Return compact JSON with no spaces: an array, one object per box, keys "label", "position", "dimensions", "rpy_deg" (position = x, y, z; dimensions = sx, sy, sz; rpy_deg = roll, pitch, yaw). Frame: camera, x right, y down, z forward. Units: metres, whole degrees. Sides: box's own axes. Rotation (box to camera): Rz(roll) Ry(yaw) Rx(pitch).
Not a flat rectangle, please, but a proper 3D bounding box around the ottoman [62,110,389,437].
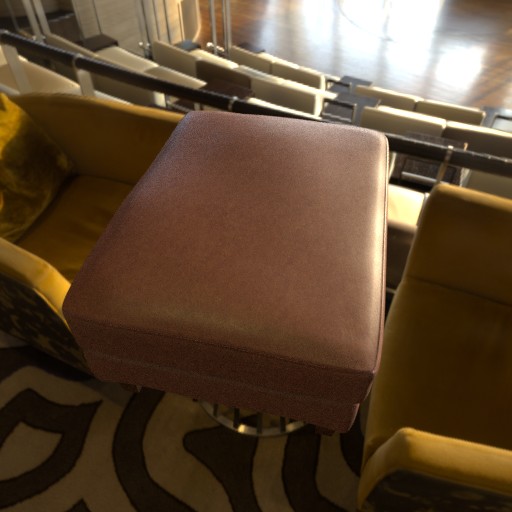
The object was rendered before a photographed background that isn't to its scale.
[{"label":"ottoman","position":[0.000,0.000,1.245],"dimensions":[0.650,0.485,0.851],"rpy_deg":[9,47,9]}]
